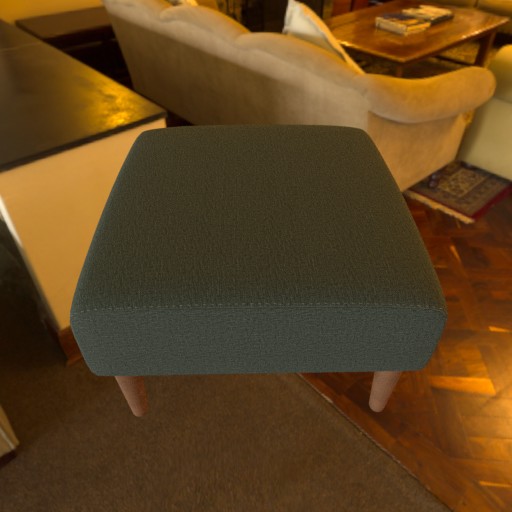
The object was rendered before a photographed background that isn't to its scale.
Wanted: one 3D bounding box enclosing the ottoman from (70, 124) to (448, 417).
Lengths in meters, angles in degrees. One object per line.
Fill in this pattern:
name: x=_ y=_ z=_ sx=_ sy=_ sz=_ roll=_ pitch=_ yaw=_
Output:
ottoman: x=0.000 y=0.000 z=1.046 sx=0.649 sy=0.398 sz=0.650 roll=-1 pitch=41 yaw=-1
